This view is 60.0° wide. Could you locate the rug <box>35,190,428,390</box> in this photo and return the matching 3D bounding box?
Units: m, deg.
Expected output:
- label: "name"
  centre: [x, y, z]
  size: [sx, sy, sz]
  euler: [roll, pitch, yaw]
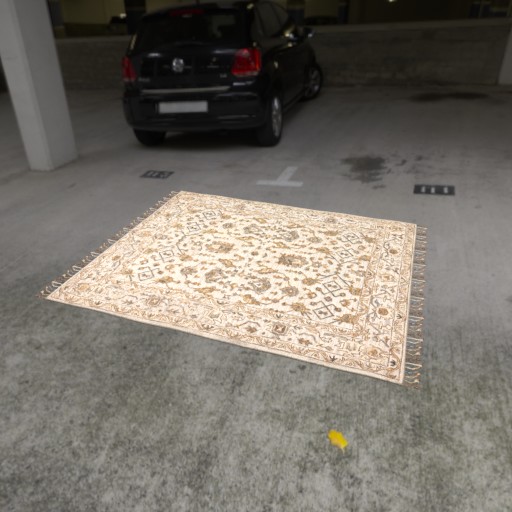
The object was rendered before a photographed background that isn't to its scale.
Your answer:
- label: "rug"
  centre: [0.000, 0.000, 4.208]
  size: [3.061, 0.034, 2.426]
  euler: [10, 32, 16]
